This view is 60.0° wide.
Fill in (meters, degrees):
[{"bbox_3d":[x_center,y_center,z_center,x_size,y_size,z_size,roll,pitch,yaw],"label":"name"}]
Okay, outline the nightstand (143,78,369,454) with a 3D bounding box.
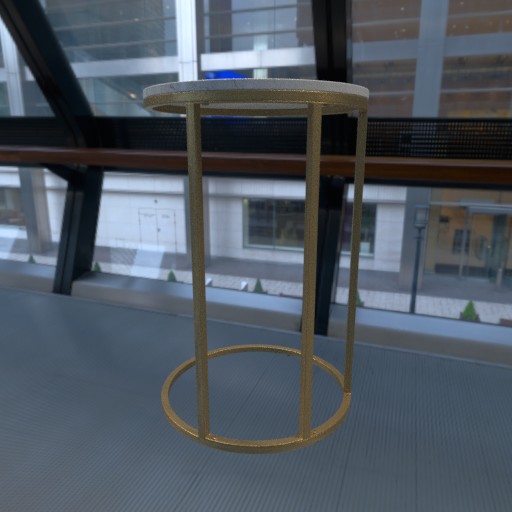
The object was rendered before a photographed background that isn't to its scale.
[{"bbox_3d":[0.000,0.000,0.883,0.400,0.610,0.400,-7,16,-26],"label":"nightstand"}]
